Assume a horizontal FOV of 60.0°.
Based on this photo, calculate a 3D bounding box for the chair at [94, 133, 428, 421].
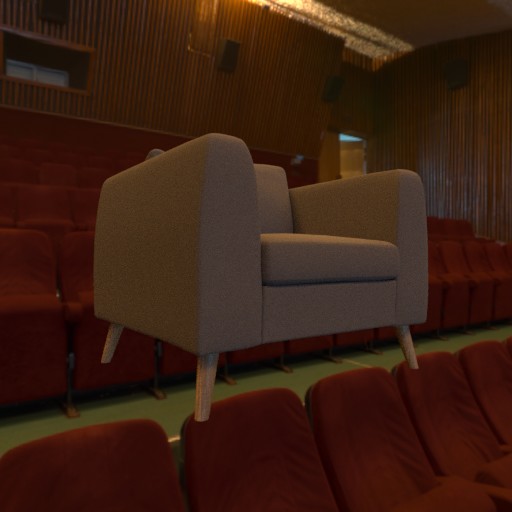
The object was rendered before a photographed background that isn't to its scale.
[{"bbox_3d":[0.000,0.000,1.751,1.000,0.860,0.930,0,0,-36],"label":"chair"}]
